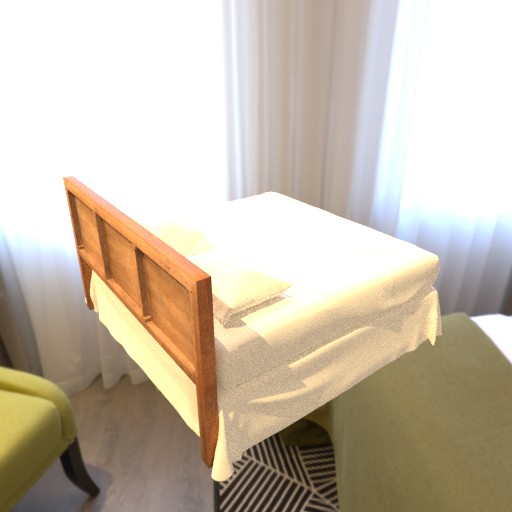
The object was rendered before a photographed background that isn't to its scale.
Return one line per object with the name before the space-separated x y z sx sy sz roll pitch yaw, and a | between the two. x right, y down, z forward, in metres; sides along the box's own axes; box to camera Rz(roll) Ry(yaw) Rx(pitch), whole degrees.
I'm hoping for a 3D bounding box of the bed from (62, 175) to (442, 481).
bed | 0.000 0.000 3.419 2.165 1.158 2.255 -18 31 -33
